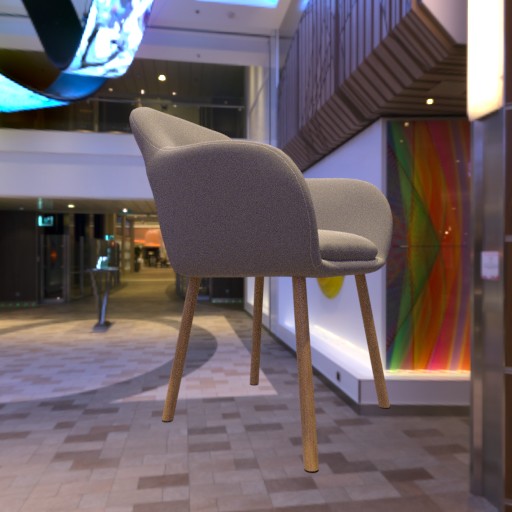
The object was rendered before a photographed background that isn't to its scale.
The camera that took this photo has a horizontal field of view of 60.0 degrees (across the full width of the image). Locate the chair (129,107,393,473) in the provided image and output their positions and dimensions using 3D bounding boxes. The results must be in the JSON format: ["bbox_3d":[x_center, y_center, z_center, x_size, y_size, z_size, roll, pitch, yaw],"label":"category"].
[{"bbox_3d":[0.000,0.000,1.196,0.590,0.830,0.570,0,0,35],"label":"chair"}]
